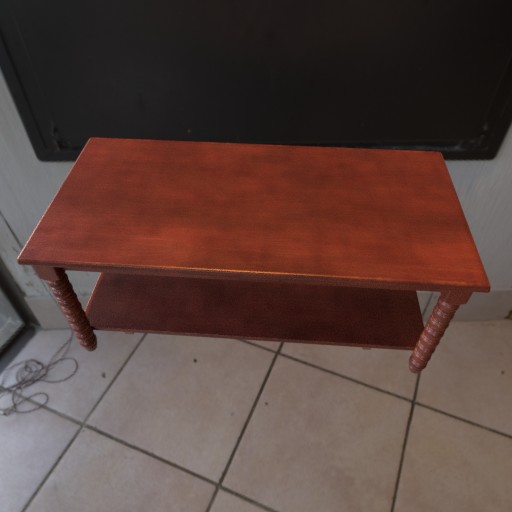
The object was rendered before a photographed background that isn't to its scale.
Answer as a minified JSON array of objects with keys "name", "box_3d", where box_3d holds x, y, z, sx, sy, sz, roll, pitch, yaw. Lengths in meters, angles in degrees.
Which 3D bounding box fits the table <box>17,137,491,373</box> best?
[{"name":"table","box_3d":[0.000,0.000,1.452,1.171,0.485,0.580,3,47,3]}]
